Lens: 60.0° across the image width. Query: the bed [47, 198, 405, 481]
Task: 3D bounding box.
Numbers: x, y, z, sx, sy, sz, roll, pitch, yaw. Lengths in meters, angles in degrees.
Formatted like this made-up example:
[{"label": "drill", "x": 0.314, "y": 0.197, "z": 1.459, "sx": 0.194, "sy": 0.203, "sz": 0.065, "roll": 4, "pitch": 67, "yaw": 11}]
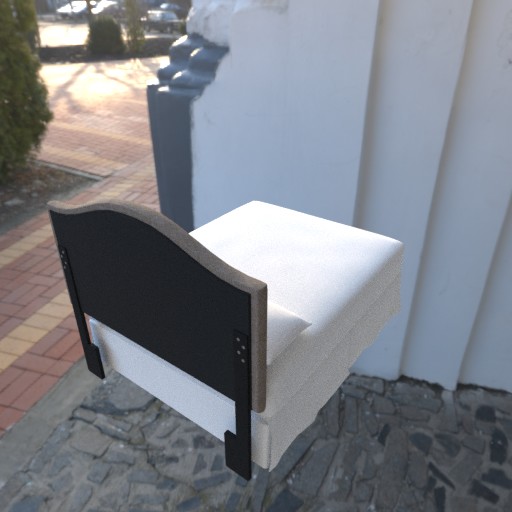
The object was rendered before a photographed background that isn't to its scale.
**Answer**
[{"label": "bed", "x": 0.000, "y": 0.000, "z": 3.317, "sx": 1.713, "sy": 1.518, "sz": 2.153, "roll": 20, "pitch": 35, "yaw": 31}]
